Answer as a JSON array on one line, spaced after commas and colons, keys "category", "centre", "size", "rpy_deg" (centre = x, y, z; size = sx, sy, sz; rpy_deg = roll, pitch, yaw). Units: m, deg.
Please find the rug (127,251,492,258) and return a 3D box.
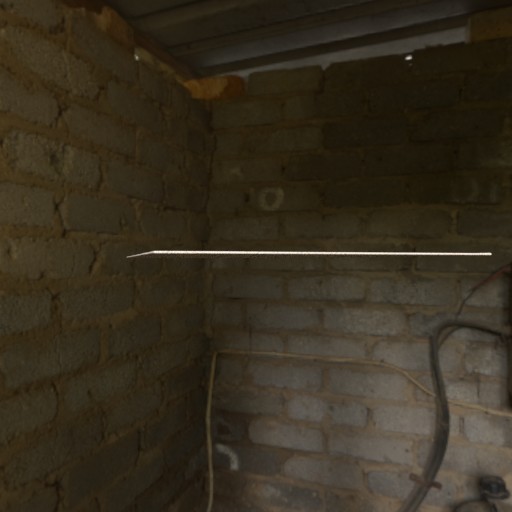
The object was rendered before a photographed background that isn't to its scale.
[{"category": "rug", "centre": [0.000, 0.000, 2.316], "size": [1.236, 0.009, 1.839], "rpy_deg": [0, -1, -19]}]
